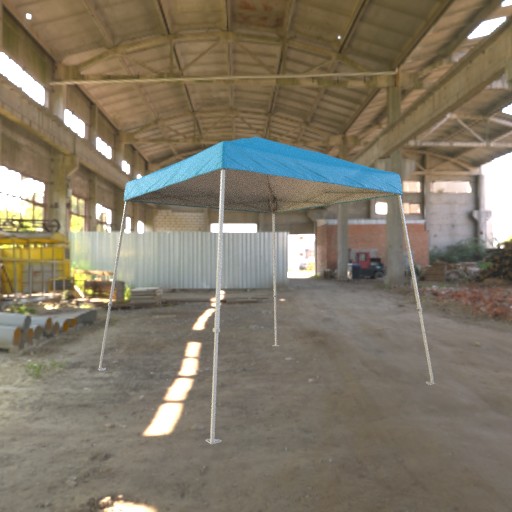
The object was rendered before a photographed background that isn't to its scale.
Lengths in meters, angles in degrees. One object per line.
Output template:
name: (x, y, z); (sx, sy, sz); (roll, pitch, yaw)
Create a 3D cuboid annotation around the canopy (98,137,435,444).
canopy: (0.000, 0.000, 6.670); (3.600, 3.600, 3.599); (1, -1, -36)
